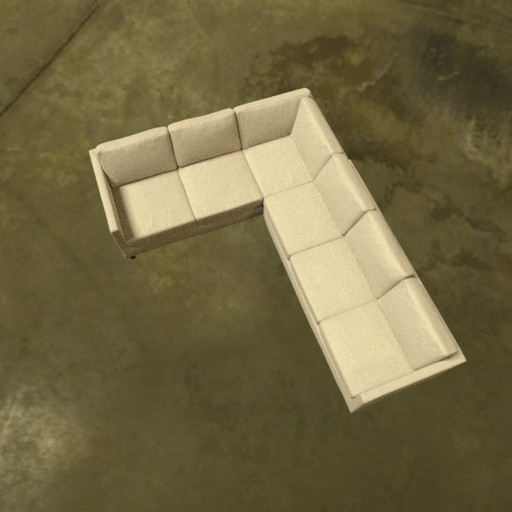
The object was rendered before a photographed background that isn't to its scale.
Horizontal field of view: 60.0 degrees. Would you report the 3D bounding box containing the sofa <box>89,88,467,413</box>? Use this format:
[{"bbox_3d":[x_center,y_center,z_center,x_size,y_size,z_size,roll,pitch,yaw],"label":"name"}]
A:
[{"bbox_3d":[0.000,0.000,4.218,2.432,0.863,3.182,-19,66,-9],"label":"sofa"}]
